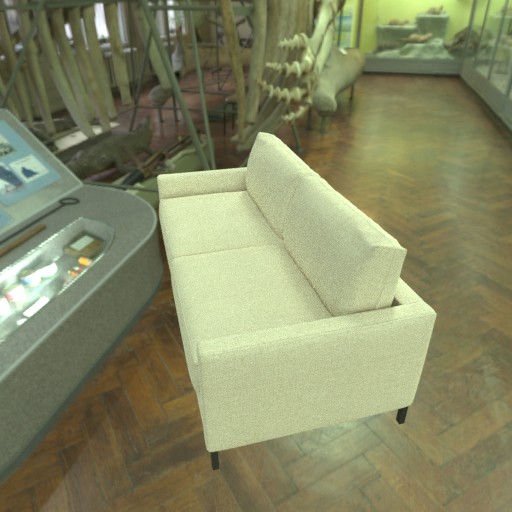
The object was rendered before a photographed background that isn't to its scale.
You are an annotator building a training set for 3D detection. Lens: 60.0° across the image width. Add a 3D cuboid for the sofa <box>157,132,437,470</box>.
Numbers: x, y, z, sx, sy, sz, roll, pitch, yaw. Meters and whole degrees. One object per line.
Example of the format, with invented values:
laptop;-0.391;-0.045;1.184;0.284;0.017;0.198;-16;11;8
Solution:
sofa;0.000;0.000;2.154;0.839;0.812;1.651;-8;31;-13
